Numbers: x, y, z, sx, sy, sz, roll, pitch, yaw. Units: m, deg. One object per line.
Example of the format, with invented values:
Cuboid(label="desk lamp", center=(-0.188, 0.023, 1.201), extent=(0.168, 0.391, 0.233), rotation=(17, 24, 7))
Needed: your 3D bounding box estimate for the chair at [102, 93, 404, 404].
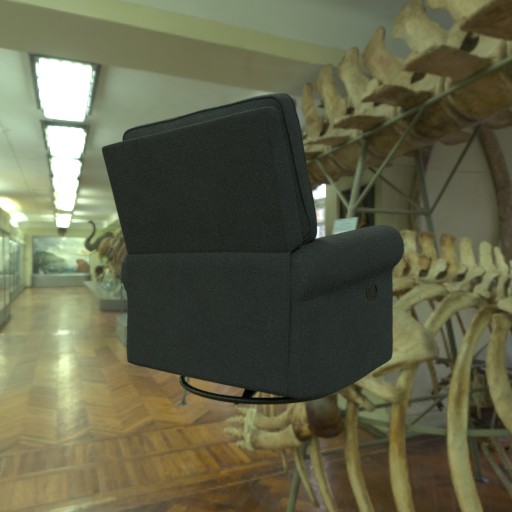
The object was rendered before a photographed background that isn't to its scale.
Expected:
Cuboid(label="chair", center=(0.000, 0.000, 1.698), extent=(0.890, 0.961, 0.878), rotation=(0, -1, 36))
